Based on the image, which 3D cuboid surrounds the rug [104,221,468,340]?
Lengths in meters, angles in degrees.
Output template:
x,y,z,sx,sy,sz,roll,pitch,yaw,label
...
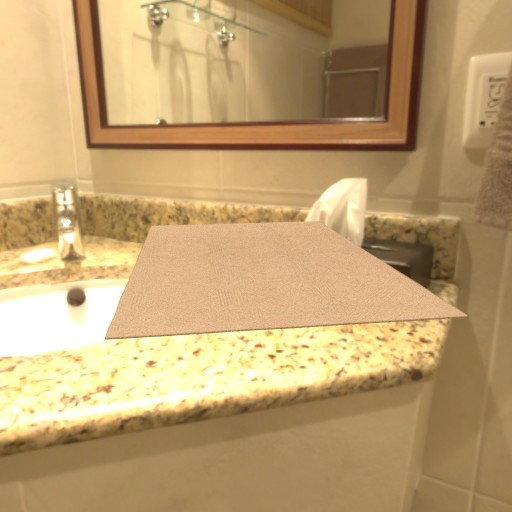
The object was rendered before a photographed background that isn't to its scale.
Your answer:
x,y,z,sx,sy,sz,roll,pitch,yaw,label
0.000,0.000,2.340,1.236,0.009,1.839,-2,15,-8,rug
